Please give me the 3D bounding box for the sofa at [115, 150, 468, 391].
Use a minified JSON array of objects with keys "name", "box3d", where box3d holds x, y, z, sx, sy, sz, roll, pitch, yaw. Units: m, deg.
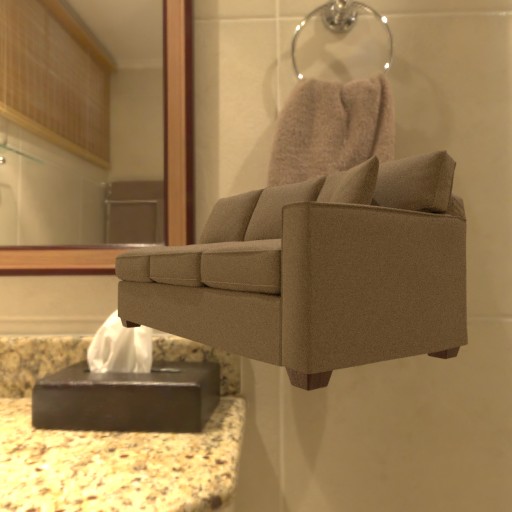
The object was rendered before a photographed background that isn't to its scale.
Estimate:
[{"name":"sofa","box3d":[0.000,0.000,2.539,1.034,0.946,1.963,1,-1,-36]}]
